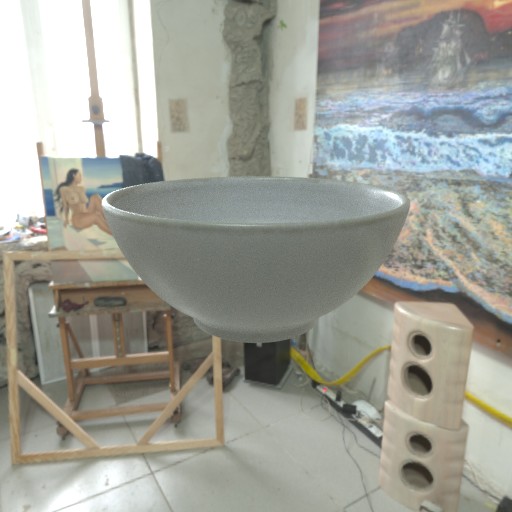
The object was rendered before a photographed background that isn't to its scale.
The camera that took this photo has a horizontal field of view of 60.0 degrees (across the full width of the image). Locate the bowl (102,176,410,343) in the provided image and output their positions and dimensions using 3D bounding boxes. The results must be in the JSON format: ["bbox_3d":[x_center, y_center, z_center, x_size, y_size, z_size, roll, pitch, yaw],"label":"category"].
[{"bbox_3d":[0.000,0.000,0.422,0.268,0.121,0.268,0,17,0],"label":"bowl"}]
